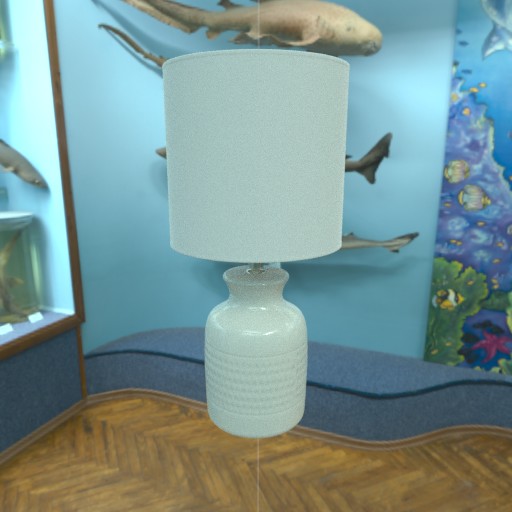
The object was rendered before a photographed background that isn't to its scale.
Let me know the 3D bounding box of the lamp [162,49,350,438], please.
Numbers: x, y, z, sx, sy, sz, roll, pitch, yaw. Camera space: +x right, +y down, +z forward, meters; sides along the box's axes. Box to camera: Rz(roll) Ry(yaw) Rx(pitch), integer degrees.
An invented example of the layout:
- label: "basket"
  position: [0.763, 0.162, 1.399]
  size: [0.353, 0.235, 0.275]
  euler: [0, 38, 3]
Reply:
- label: "lamp"
  position: [0.000, 0.000, 0.498]
  size: [0.188, 0.392, 0.188]
  euler: [6, 15, 25]
